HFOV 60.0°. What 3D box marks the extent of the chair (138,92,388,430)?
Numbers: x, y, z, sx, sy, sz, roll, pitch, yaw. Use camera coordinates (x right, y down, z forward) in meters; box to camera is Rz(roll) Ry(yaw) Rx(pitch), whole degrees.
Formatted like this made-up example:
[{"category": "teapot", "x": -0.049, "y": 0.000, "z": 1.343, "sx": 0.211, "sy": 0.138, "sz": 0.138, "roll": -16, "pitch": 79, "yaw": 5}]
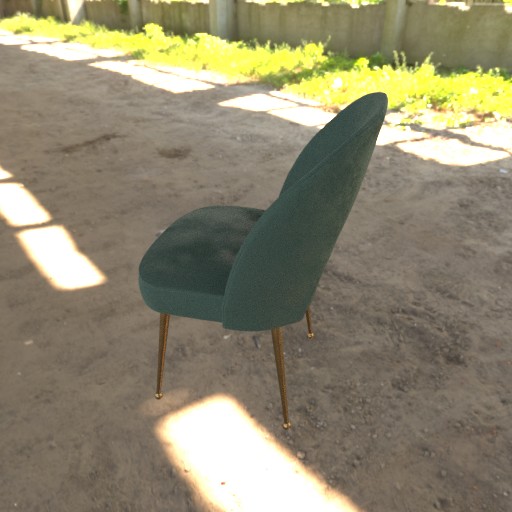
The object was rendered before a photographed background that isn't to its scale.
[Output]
[{"category": "chair", "x": 0.000, "y": 0.000, "z": 1.216, "sx": 0.577, "sy": 0.860, "sz": 0.527, "roll": 8, "pitch": 32, "yaw": 13}]
